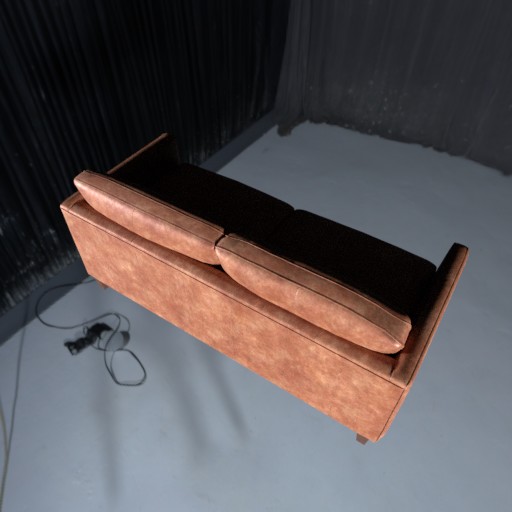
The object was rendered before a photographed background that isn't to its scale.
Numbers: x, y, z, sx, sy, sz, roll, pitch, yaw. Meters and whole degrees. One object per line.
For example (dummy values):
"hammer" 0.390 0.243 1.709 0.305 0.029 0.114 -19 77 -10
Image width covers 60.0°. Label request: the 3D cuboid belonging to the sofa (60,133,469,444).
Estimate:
"sofa" 0.000 0.000 2.458 1.971 0.863 0.923 25 51 22
